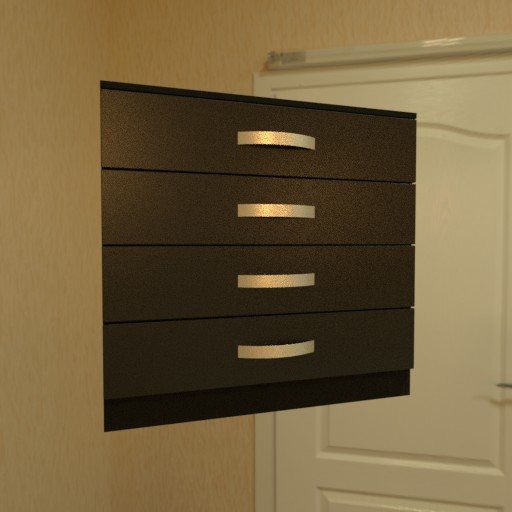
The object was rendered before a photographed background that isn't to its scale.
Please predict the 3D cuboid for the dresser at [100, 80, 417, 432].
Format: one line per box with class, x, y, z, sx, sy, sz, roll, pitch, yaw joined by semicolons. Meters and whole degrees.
dresser;0.000;0.000;1.155;0.750;0.720;0.360;-1;2;-18
